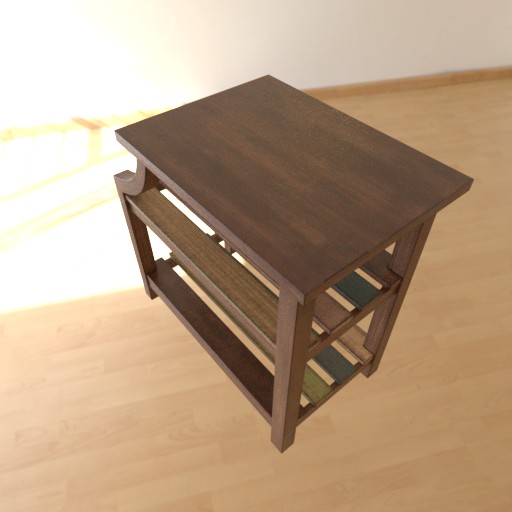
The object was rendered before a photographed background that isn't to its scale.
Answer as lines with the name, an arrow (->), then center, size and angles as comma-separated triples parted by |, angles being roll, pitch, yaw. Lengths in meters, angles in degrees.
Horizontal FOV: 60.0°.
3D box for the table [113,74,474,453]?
table -> 0.000, 0.000, 0.965 | 0.356, 0.584, 0.609 | -31, 53, -26
